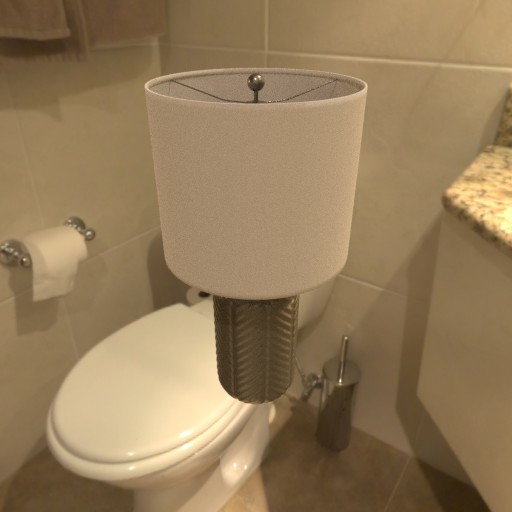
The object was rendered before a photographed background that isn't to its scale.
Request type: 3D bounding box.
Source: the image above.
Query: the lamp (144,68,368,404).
[{"bbox_3d":[0.000,0.000,0.506,0.203,0.389,0.203,-1,30,-2],"label":"lamp"}]
